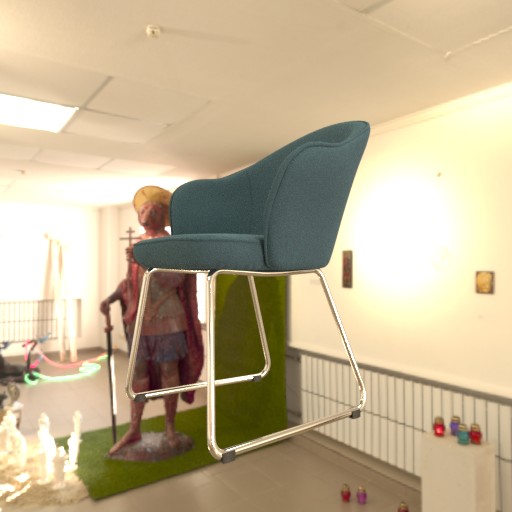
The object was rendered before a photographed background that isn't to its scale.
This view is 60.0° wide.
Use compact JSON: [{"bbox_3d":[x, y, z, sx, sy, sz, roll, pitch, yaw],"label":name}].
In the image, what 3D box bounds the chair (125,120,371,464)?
[{"bbox_3d":[0.000,0.000,1.209,0.585,0.815,0.570,1,-1,-36],"label":"chair"}]
